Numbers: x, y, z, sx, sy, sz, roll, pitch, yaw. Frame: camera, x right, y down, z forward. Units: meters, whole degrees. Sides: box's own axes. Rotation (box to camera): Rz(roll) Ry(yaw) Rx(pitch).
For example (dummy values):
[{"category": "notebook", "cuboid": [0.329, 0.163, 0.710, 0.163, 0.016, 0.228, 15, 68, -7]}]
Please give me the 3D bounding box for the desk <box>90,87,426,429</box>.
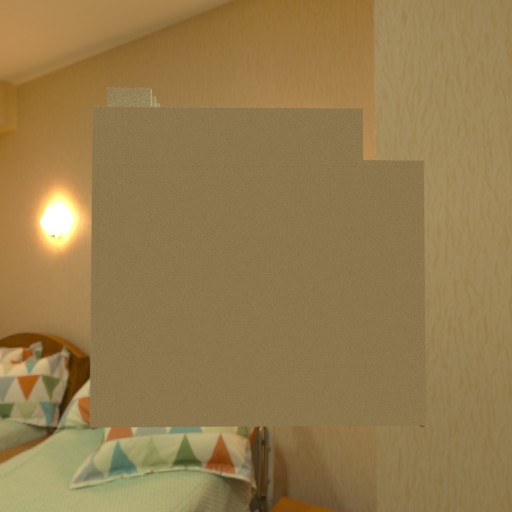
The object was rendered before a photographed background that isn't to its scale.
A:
[{"category": "desk", "cuboid": [0.000, 0.000, 1.719, 0.940, 0.986, 0.940, 0, -1, -1]}]
